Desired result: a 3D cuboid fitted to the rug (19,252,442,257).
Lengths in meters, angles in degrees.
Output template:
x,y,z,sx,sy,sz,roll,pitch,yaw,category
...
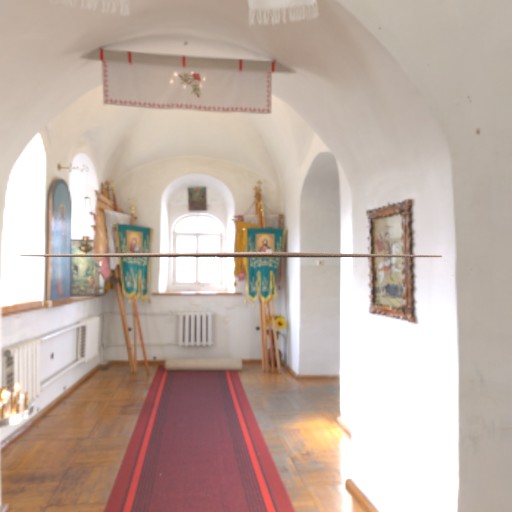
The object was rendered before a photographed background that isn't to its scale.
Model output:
x,y,z,sx,sy,sz,roll,pitch,yaw,category
0.000,0.000,4.012,2.462,0.018,3.039,0,0,37,rug
